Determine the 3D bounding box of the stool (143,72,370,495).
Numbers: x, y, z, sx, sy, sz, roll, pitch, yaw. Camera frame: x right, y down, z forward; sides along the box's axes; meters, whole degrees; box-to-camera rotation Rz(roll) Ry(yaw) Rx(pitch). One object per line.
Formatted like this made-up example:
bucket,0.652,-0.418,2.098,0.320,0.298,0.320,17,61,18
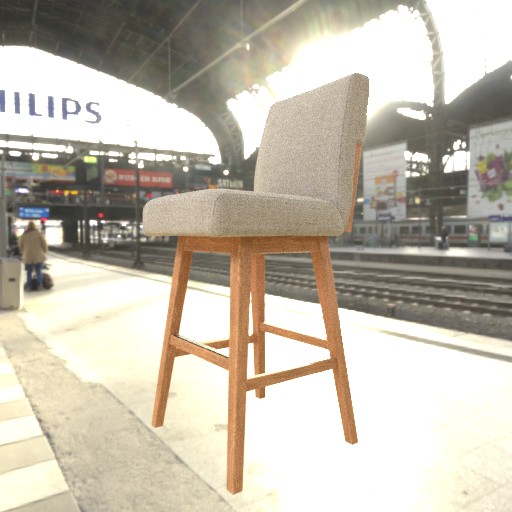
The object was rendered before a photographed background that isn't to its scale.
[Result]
stool,0.000,0.000,1.365,0.569,1.106,0.483,-2,4,-36
